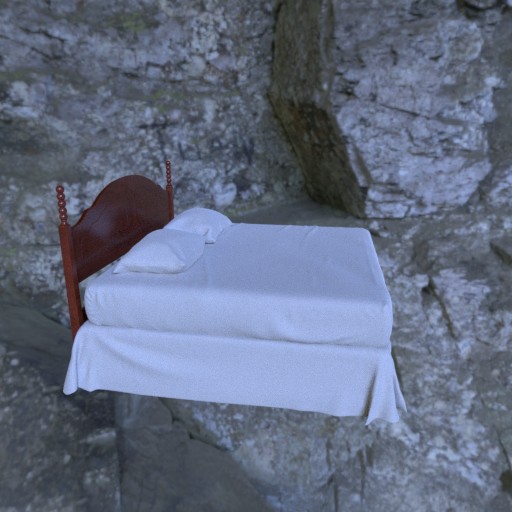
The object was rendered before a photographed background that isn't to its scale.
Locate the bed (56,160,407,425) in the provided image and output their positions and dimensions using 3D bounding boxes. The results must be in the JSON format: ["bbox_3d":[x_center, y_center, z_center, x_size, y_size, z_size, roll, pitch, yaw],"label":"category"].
[{"bbox_3d":[0.000,0.000,3.637,2.219,1.355,2.322,3,17,10],"label":"bed"}]
